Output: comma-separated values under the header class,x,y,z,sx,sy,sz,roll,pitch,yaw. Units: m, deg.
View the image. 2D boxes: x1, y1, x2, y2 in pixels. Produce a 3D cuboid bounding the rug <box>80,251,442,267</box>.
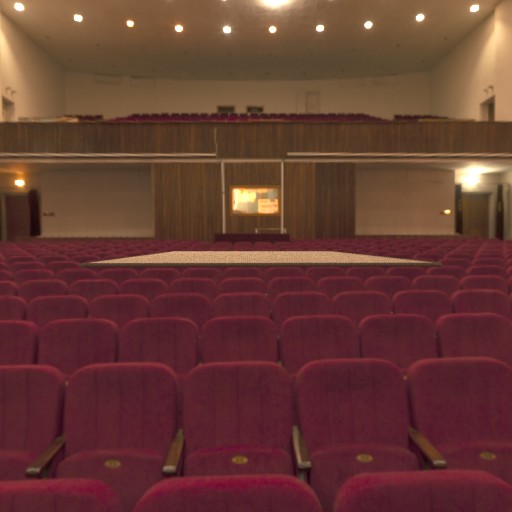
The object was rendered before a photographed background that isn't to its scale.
class,x,y,z,sx,sy,sz,roll,pitch,yaw
rug,0.000,0.000,2.126,1.067,0.013,1.676,0,2,-1
